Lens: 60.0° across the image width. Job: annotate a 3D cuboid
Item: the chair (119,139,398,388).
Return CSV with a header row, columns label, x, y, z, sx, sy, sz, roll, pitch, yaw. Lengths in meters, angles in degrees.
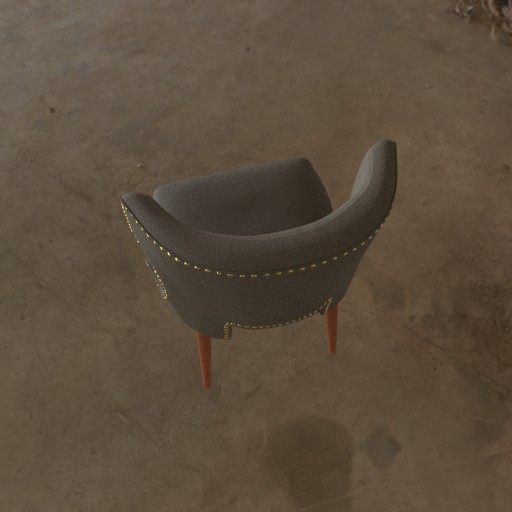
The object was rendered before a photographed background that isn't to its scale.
label,x,y,z,sx,sy,sz,roll,pitch,yaw
chair,0.000,0.000,1.240,0.595,0.863,0.581,-13,60,-8
